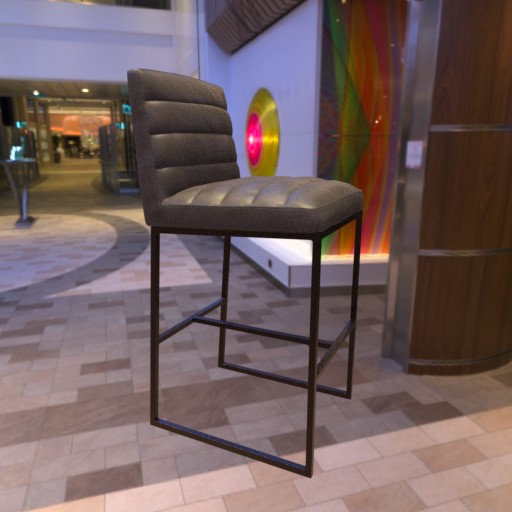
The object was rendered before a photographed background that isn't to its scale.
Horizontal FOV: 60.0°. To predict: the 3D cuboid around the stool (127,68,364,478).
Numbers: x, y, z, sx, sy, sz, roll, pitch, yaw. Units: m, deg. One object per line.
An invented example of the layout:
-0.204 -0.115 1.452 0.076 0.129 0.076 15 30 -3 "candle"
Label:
0.000 0.000 1.355 0.562 1.065 0.463 7 16 25 "stool"
